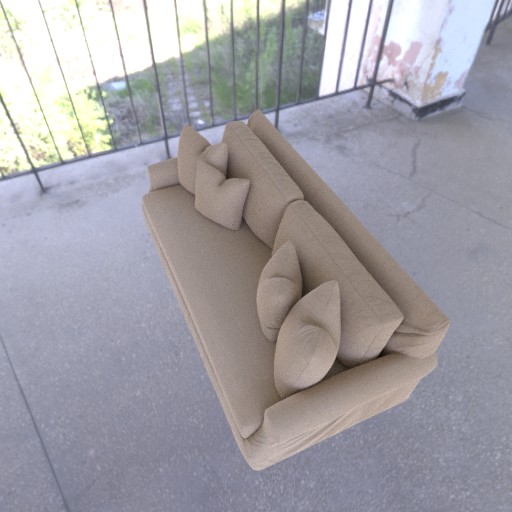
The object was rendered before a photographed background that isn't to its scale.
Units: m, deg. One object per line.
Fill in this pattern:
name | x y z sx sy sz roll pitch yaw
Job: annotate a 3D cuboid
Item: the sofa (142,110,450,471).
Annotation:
sofa | 0.000 0.000 2.858 1.067 0.904 2.285 -18 50 -16
